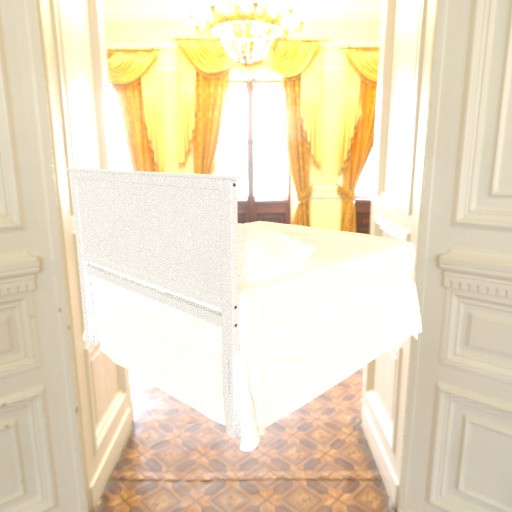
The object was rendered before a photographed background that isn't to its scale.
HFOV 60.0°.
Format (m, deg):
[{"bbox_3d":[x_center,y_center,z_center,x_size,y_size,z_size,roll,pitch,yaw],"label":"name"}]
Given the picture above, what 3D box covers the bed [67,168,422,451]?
[{"bbox_3d":[0.000,0.000,3.254,1.876,1.269,2.047,12,18,43],"label":"bed"}]
